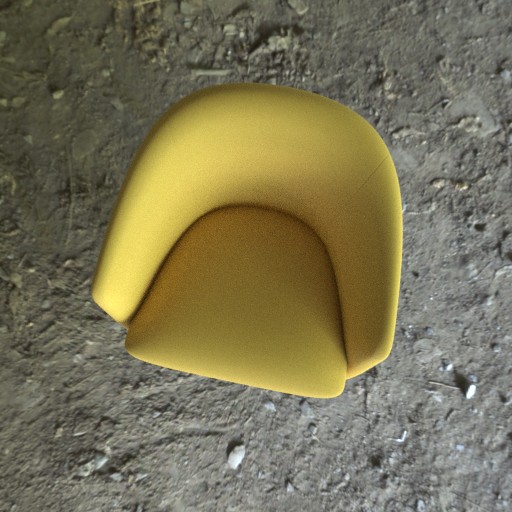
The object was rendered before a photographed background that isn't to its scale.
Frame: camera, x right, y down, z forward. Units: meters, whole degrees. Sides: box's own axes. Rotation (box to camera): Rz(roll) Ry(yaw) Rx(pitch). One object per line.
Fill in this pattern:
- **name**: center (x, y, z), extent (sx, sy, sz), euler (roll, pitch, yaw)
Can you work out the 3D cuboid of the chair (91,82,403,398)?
- **chair**: center (0.000, 0.000, 1.376), extent (0.773, 0.698, 0.767), euler (11, 76, 3)
